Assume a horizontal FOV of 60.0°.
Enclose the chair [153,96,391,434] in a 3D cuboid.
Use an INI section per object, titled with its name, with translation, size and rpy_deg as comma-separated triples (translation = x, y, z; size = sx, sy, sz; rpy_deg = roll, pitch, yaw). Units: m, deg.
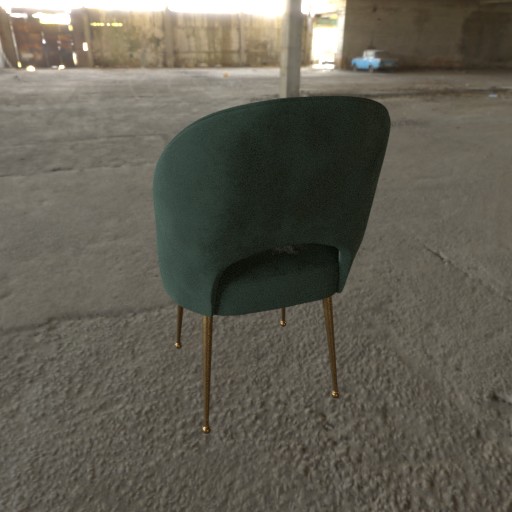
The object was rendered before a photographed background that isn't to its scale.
[chair]
translation = 0.000, 0.000, 1.189
size = 0.527, 0.860, 0.577
rpy_deg = -9, 27, -18
